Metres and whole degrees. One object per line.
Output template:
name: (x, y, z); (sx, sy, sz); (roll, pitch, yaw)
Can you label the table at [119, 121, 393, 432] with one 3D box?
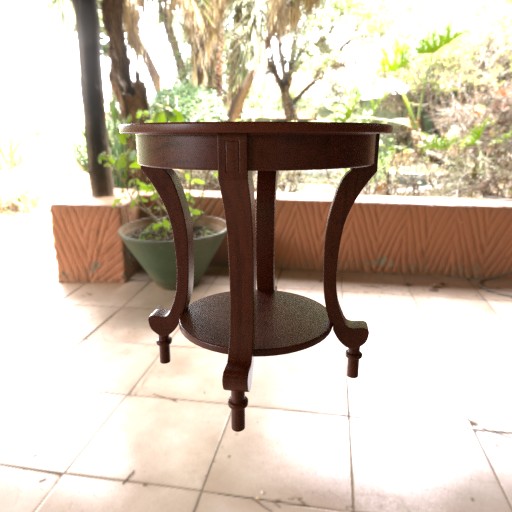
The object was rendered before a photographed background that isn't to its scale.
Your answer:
table: (0.000, 0.000, 1.085); (0.597, 0.612, 0.597); (0, 15, 0)
